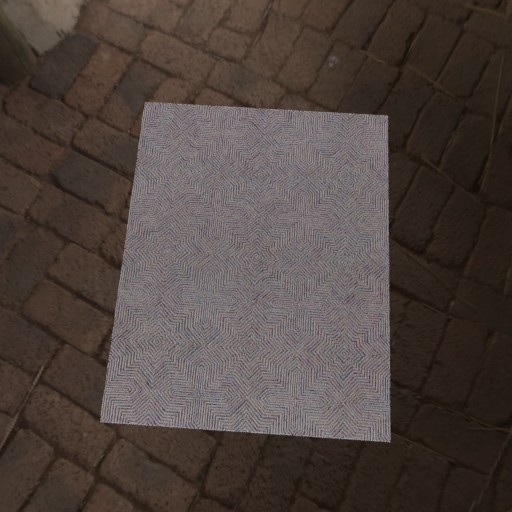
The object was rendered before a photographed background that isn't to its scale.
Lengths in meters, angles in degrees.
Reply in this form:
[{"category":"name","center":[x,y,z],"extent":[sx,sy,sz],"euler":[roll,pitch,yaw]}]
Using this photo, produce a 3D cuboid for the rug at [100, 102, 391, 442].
[{"category":"rug","center":[0.000,0.000,4.077],"extent":[2.442,0.008,3.046],"euler":[4,76,1]}]
